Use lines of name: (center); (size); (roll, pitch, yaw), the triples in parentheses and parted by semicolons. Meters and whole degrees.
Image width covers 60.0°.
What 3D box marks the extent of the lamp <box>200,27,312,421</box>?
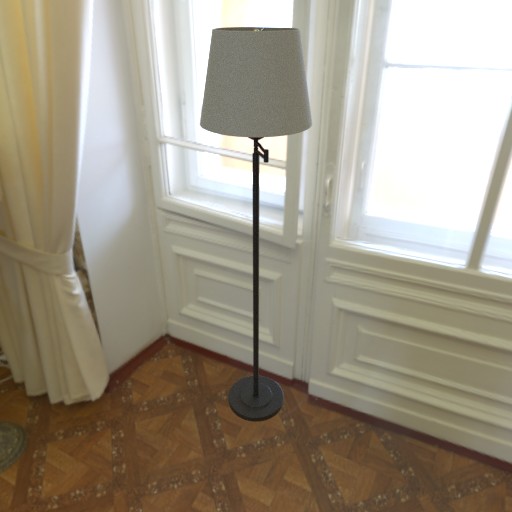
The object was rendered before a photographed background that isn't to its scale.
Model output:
lamp: (0.000, 0.000, 1.613); (0.348, 1.473, 0.348); (-9, 31, -16)
